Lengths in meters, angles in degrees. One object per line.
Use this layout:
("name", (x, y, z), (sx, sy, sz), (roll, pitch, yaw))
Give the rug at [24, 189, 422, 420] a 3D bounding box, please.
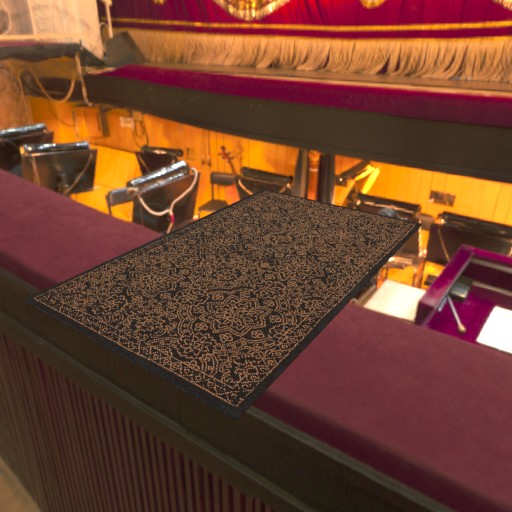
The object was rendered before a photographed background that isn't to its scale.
("rug", (0.000, 0.000, 3.025), (1.526, 0.015, 2.441), (17, 32, 31))
